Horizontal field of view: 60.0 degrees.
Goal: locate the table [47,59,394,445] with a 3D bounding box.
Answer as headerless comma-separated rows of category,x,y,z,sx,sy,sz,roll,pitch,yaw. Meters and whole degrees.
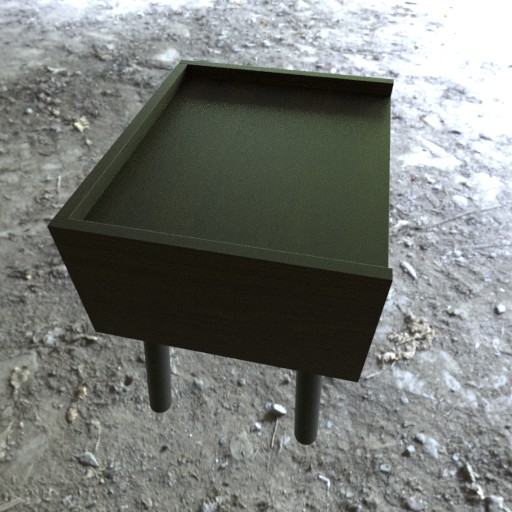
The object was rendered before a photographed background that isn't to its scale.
table,0.000,0.000,0.779,0.370,0.470,0.450,9,47,8
